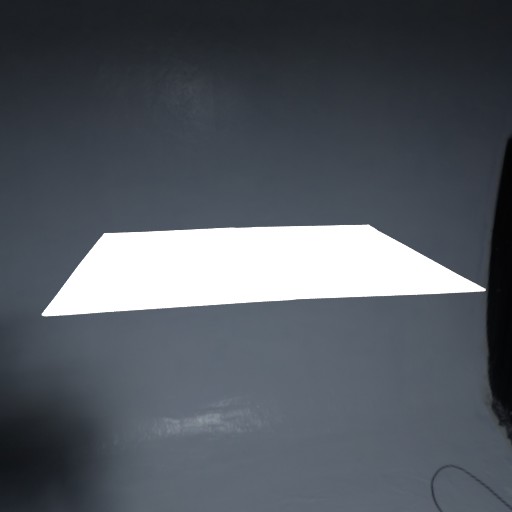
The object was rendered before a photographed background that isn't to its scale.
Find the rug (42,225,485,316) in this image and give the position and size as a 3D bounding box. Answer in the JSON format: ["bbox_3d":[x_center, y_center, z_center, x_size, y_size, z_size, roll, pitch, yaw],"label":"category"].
[{"bbox_3d":[0.000,0.000,3.779,2.869,0.038,2.032,-2,17,-8],"label":"rug"}]
